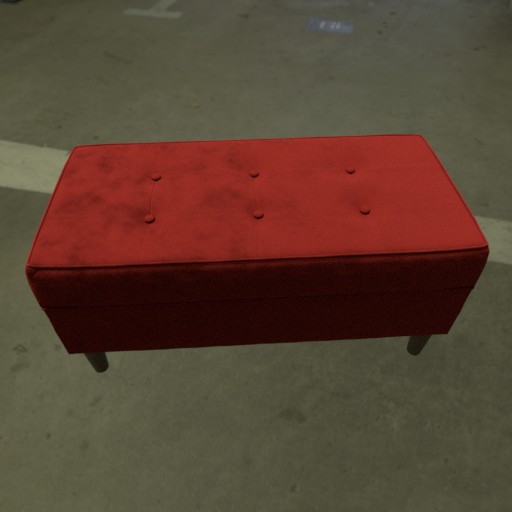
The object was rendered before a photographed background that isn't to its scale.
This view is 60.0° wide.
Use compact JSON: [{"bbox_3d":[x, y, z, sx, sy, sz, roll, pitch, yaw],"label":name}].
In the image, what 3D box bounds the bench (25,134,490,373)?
[{"bbox_3d":[0.000,0.000,1.256,1.016,0.471,0.492,-3,46,-2],"label":"bench"}]
